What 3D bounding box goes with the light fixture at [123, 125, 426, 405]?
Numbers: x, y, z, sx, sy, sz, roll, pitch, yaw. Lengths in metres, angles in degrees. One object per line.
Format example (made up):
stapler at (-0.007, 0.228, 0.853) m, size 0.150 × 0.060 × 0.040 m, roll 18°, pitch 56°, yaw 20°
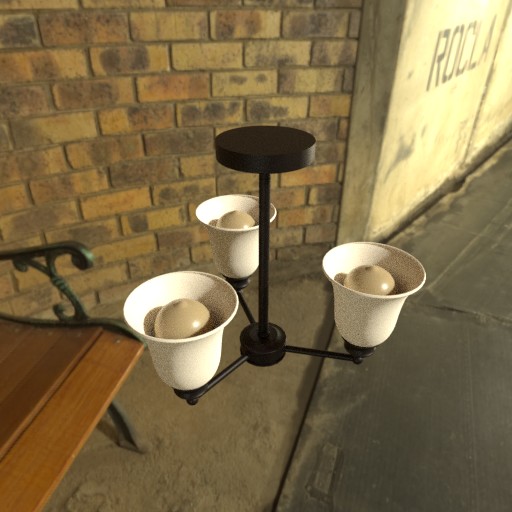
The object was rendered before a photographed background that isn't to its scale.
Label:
light fixture at (0.000, 0.000, 0.656) m, size 0.388 × 0.370 × 0.354 m, roll -9°, pitch 33°, yaw -15°
